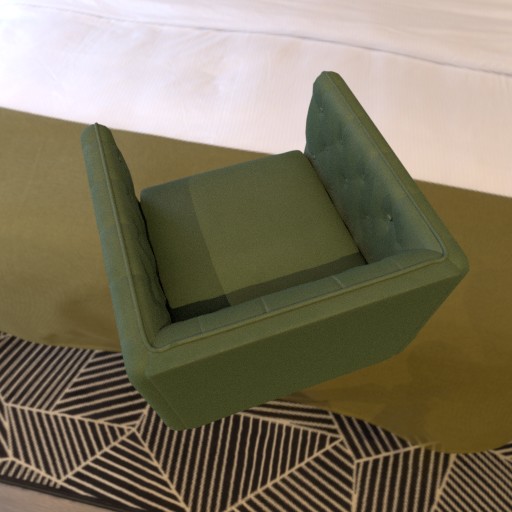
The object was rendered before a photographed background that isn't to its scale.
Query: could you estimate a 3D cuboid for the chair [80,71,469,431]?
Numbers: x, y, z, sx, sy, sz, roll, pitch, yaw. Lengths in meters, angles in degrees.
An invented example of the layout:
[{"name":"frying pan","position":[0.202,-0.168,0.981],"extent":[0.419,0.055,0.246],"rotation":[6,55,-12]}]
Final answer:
[{"name":"chair","position":[0.000,0.000,1.537],"extent":[0.917,0.768,0.855],"rotation":[-16,60,-10]}]
